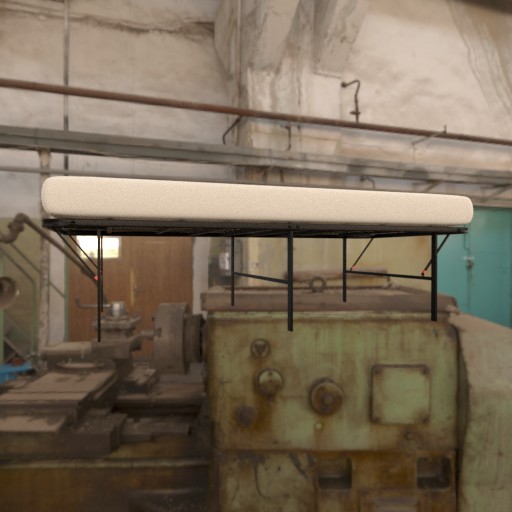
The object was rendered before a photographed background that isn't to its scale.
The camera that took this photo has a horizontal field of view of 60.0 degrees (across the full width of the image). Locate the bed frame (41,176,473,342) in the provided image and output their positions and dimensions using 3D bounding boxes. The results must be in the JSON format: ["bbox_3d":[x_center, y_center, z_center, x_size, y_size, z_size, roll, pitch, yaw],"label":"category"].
[{"bbox_3d":[0.000,0.000,2.282,1.903,0.619,0.989,0,1,-18],"label":"bed frame"}]
